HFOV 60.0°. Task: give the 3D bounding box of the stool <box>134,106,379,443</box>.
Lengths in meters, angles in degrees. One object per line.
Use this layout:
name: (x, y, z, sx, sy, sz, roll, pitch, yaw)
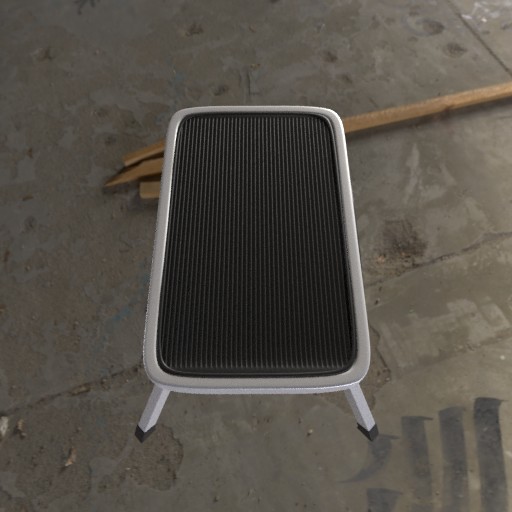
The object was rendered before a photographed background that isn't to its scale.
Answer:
stool: (0.000, 0.000, 0.605, 0.320, 0.170, 0.460, 0, 63, 0)
